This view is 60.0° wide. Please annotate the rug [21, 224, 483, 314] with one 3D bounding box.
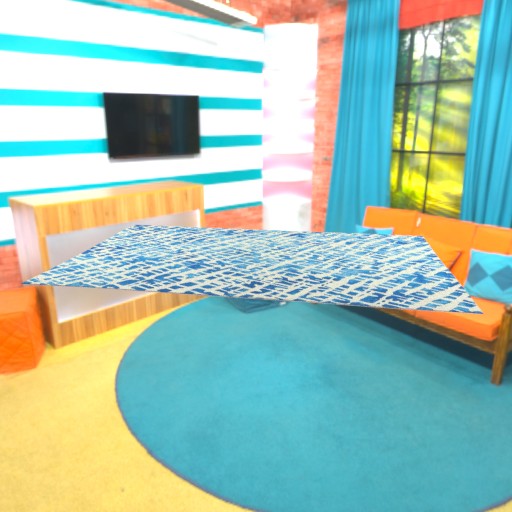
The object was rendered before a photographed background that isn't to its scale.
[{"bbox_3d":[0.000,0.000,3.014,2.447,0.011,1.520,3,17,9],"label":"rug"}]
